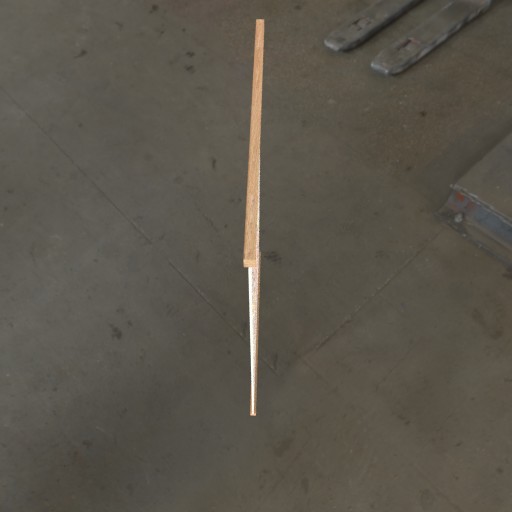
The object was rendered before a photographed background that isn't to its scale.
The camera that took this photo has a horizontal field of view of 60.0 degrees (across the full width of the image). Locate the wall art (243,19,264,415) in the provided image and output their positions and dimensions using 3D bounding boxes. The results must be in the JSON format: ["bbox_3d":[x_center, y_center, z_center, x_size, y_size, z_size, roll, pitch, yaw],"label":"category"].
[{"bbox_3d":[0.000,0.000,1.939,0.028,1.533,0.999,1,58,1],"label":"wall art"}]
